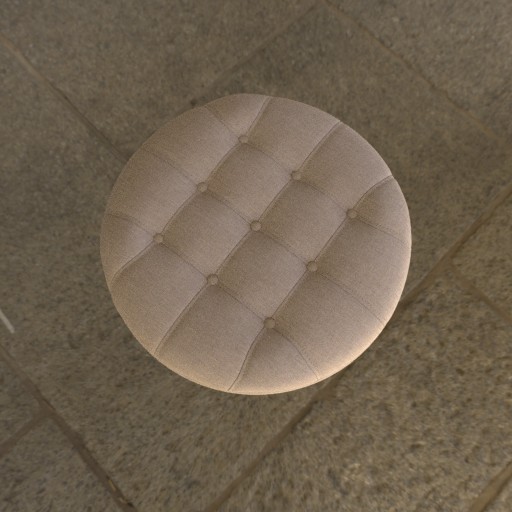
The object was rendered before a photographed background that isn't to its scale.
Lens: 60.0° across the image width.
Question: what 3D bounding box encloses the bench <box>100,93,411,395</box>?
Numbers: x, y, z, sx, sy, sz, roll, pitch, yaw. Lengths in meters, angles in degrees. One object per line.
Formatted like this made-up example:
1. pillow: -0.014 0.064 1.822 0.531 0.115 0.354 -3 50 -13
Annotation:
1. bench: 0.000 0.000 1.017 0.600 0.454 0.600 0 75 0
